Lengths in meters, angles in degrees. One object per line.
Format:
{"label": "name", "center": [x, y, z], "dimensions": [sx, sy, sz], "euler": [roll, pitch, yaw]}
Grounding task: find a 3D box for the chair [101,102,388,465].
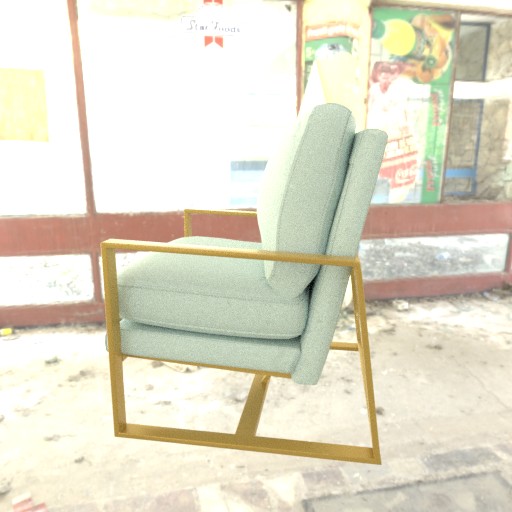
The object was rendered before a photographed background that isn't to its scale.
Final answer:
{"label": "chair", "center": [0.000, 0.000, 1.514], "dimensions": [0.813, 0.956, 0.758], "euler": [2, 14, 9]}
